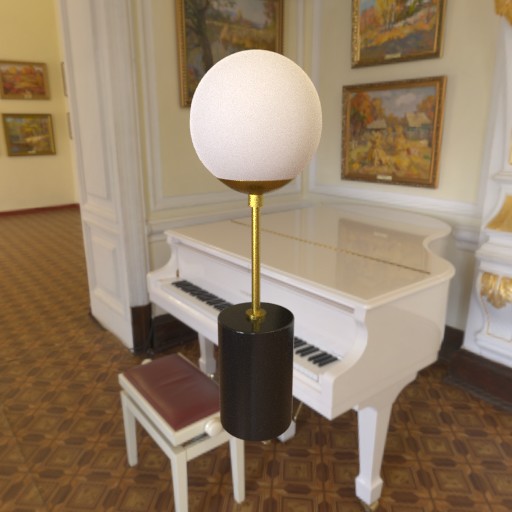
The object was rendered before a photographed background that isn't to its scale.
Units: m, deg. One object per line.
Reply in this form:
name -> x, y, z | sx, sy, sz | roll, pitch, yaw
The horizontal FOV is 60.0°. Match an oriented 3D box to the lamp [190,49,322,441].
lamp -> 0.000, 0.000, 0.565 | 0.153, 0.480, 0.153 | 0, 16, 0
